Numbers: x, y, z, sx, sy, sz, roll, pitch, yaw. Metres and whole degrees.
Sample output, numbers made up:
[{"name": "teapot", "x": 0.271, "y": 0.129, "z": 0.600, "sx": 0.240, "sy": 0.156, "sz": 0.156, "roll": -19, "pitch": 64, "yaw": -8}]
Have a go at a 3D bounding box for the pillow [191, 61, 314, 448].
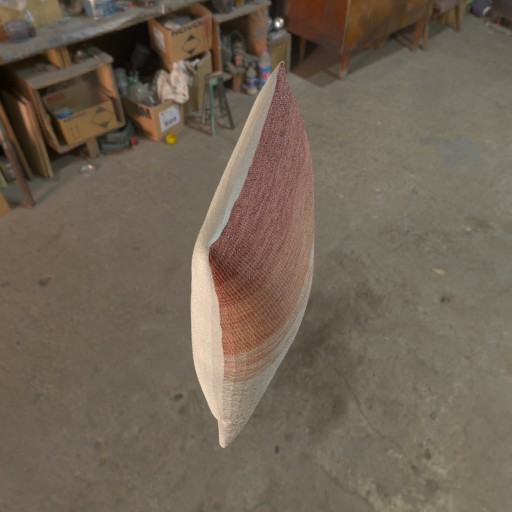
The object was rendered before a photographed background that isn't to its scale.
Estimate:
[{"name": "pillow", "x": 0.000, "y": 0.000, "z": 0.691, "sx": 0.182, "sy": 0.441, "sz": 0.440, "roll": 8, "pitch": 47, "yaw": 8}]
